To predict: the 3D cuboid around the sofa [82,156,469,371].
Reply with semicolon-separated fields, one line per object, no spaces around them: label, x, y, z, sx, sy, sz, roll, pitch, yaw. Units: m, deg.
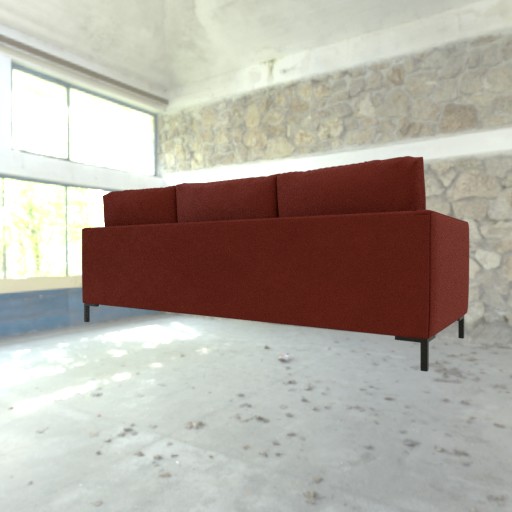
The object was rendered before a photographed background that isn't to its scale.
sofa;0.000;0.000;2.672;2.252;0.879;0.875;0;1;34
